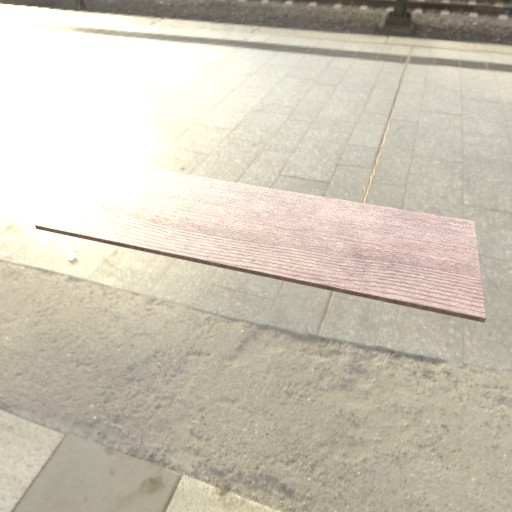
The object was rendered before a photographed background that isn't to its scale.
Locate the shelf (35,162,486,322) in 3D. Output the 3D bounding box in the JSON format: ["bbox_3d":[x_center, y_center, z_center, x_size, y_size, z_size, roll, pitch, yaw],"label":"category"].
[{"bbox_3d":[0.000,0.000,0.686,0.610,0.125,0.200,11,41,13],"label":"shelf"}]
